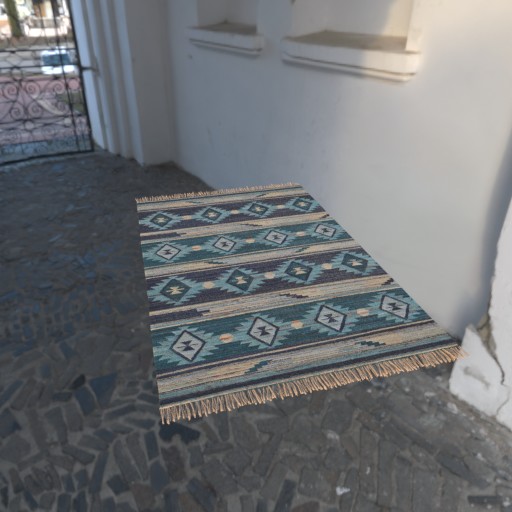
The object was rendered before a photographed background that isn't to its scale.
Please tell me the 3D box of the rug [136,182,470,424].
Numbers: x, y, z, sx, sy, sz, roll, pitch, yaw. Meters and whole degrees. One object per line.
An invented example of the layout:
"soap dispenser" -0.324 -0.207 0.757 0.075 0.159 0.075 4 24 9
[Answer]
"rug" 0.000 0.000 2.373 1.181 0.028 1.936 -8 31 -13
